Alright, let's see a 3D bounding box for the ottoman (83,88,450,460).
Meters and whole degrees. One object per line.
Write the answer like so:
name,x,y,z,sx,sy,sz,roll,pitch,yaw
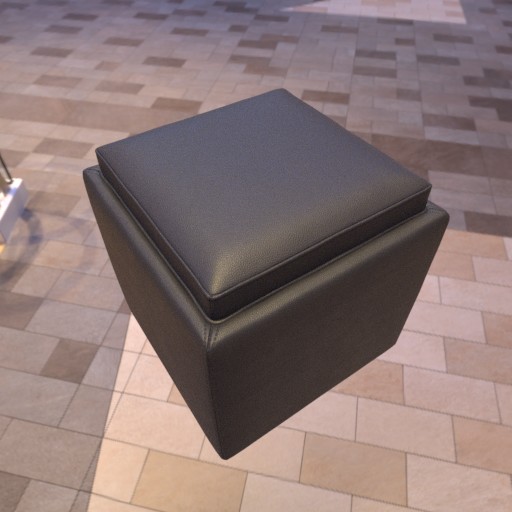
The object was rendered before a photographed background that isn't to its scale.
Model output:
ottoman,0.000,0.000,0.834,0.451,0.460,0.450,-26,52,-23
